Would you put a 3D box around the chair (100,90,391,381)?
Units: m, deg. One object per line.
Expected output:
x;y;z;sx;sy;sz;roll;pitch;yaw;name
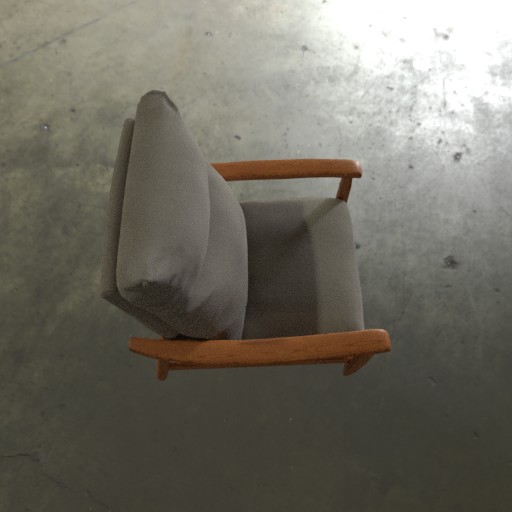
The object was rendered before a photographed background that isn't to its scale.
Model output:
0.000;0.000;1.559;0.816;0.922;0.782;-1;63;-1;chair
